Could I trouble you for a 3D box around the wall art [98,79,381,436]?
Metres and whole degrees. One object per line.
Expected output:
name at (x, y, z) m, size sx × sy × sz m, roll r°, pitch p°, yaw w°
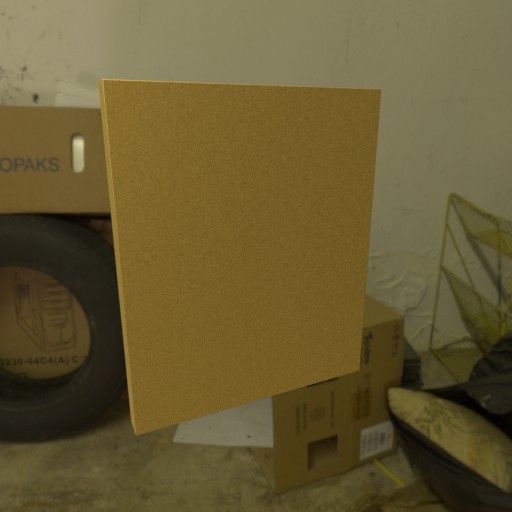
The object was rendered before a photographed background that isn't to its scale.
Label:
wall art at (0.000, 0.000, 0.893) m, size 0.537 × 0.642 × 0.048 m, roll -8°, pitch 19°, yaw -25°
